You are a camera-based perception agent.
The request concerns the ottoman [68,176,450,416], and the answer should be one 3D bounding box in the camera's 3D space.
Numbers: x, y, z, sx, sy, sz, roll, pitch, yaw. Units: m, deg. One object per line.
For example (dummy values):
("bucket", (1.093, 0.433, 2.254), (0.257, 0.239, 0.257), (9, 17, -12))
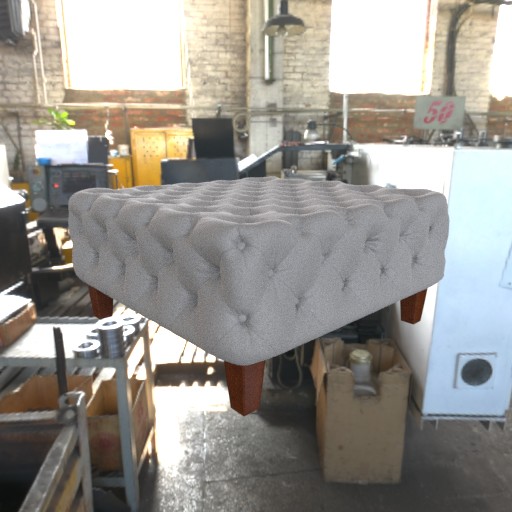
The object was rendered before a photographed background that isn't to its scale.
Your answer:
("ottoman", (0.000, 0.000, 1.210), (0.764, 0.365, 0.758), (-13, 20, -41))
